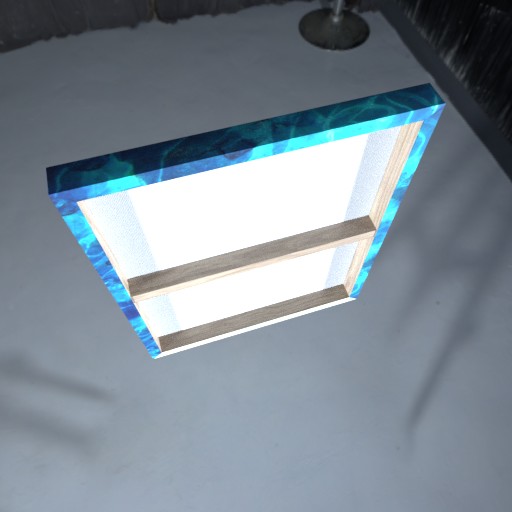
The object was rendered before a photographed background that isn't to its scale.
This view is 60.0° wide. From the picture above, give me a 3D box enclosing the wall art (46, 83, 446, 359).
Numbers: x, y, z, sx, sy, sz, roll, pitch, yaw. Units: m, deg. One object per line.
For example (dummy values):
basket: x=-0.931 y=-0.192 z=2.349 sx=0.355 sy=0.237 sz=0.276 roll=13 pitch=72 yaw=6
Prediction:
wall art: x=0.000 y=0.000 z=0.688 sx=0.432 sy=0.508 sz=0.038 roll=-15 pitch=60 yaw=-9
